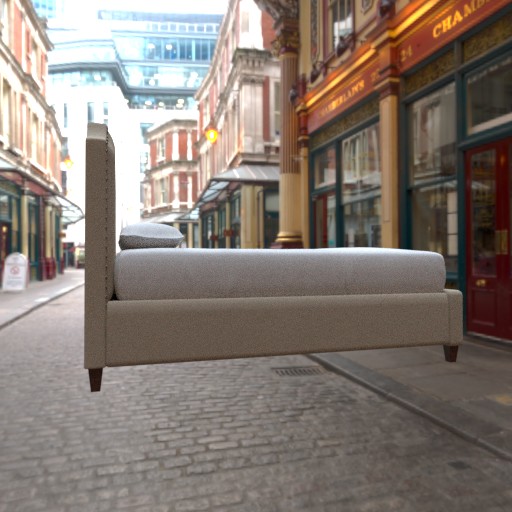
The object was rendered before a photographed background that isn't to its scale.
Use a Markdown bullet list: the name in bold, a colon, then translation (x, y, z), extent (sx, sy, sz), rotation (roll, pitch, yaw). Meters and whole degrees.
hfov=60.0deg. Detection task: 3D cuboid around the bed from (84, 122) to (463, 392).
- **bed**: translation (0.000, 0.000, 3.373), extent (2.329, 1.415, 1.703), rotation (0, -1, -17)
